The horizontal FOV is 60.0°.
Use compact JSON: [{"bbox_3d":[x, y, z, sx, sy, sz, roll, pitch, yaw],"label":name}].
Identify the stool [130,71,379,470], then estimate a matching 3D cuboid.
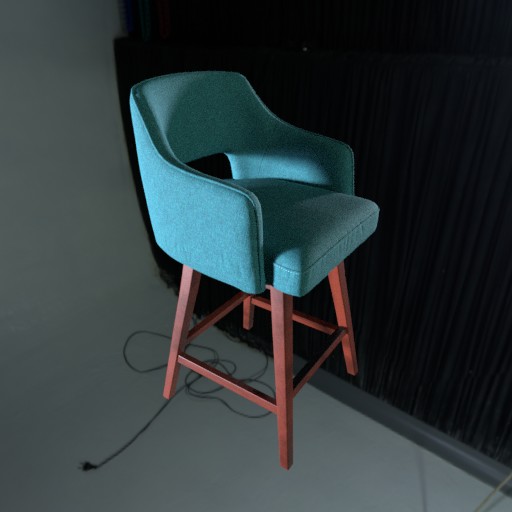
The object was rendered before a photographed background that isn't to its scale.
[{"bbox_3d":[0.000,0.000,1.293,0.556,0.961,0.548,18,33,30],"label":"stool"}]
